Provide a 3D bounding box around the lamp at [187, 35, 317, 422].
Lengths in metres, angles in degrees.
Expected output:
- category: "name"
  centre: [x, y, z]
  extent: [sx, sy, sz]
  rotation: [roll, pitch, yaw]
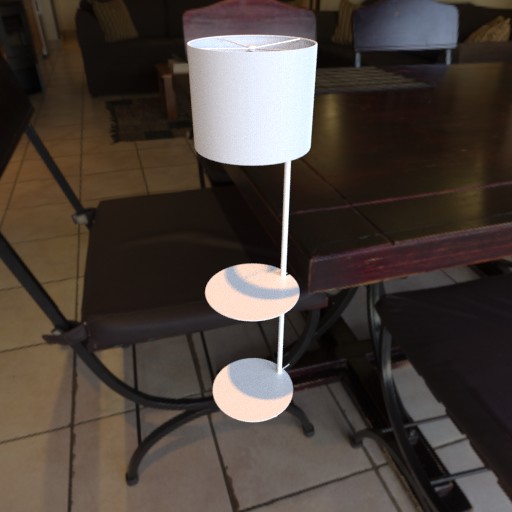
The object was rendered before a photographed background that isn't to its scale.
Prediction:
- category: "lamp"
  centre: [0.000, 0.000, 1.673]
  extent: [0.405, 1.465, 0.372]
  rotation: [-22, 38, -30]
